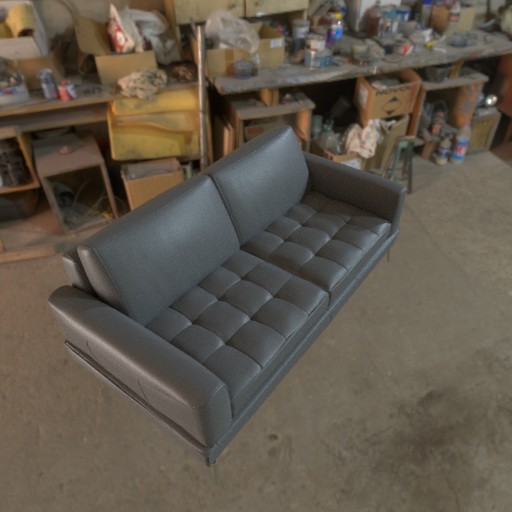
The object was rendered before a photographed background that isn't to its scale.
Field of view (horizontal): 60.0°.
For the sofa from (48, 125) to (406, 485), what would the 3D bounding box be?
[{"bbox_3d":[0.000,0.000,2.740,1.121,0.930,2.177,26,47,27],"label":"sofa"}]
